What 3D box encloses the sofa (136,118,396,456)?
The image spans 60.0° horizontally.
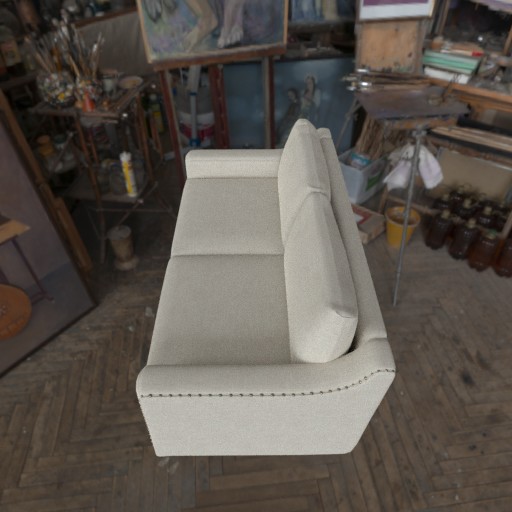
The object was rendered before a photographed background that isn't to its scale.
[{"bbox_3d":[0.000,0.000,2.740,1.104,0.983,2.107,0,42,0],"label":"sofa"}]
